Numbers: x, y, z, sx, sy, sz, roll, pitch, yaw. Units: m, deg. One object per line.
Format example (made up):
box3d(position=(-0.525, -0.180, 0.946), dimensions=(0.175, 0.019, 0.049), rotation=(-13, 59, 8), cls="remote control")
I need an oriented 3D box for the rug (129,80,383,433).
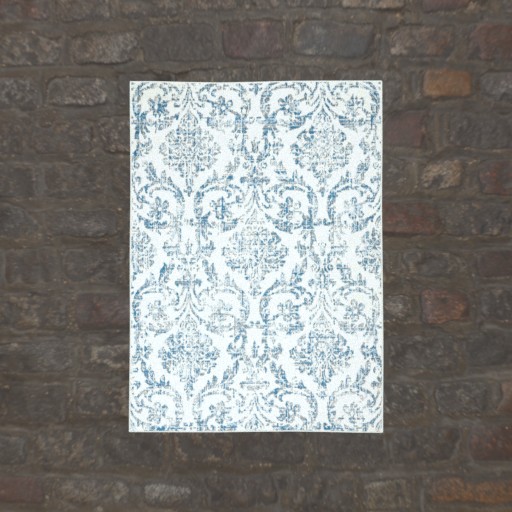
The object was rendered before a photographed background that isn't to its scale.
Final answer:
box3d(position=(0.000, 0.000, 2.771), dimensions=(1.586, 0.014, 2.197), rotation=(0, 89, 0), cls="rug")
